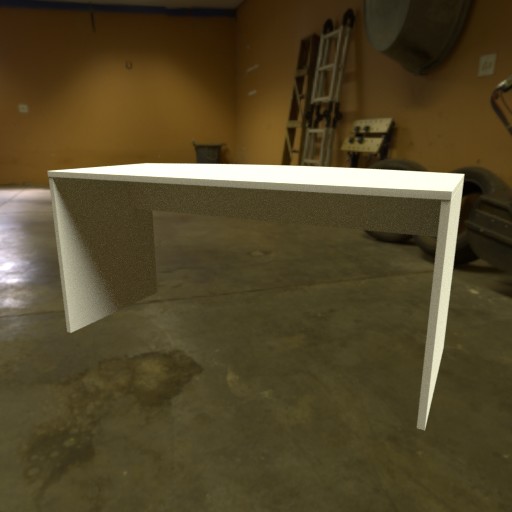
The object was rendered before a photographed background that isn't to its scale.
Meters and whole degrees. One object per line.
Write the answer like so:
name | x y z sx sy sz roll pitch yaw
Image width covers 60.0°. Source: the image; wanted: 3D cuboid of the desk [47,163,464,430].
desk | 0.000 0.000 1.991 1.600 0.750 0.802 8 17 26
